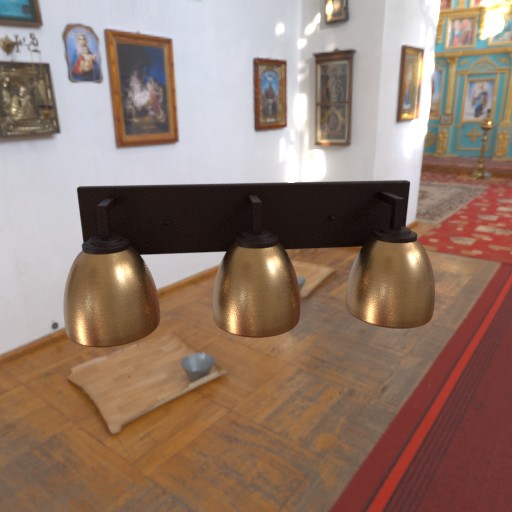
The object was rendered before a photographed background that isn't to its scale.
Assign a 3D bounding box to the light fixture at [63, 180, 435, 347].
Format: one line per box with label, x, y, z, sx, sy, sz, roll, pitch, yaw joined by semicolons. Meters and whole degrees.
light fixture;0.000;0.000;0.689;0.582;0.204;0.157;-2;18;-7
